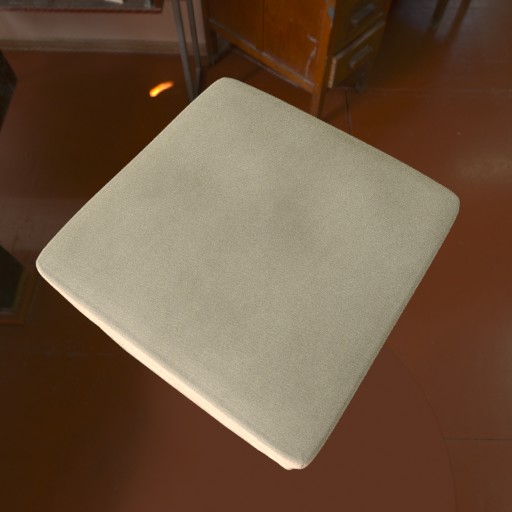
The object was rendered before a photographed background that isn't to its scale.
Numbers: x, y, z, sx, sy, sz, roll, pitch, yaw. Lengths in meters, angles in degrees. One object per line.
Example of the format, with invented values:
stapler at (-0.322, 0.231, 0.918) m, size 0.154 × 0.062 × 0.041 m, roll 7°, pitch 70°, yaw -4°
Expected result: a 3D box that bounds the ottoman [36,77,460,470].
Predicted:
ottoman at (0.000, 0.000, 1.303) m, size 0.843 × 0.441 × 0.842 m, roll 32°, pitch 68°, yaw 15°
